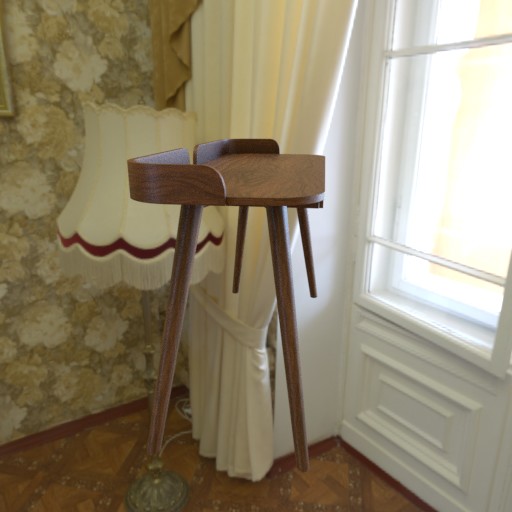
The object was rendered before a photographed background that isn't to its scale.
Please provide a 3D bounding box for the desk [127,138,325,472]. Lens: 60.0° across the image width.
[{"bbox_3d":[0.000,0.000,1.673,0.486,0.800,1.256,3,18,8],"label":"desk"}]
